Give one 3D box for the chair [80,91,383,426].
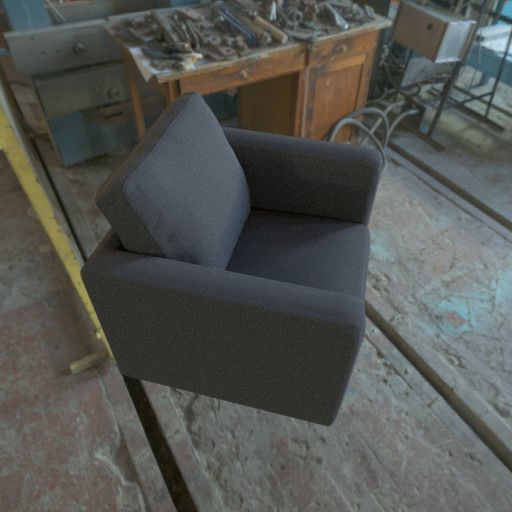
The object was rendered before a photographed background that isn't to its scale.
[{"bbox_3d":[0.000,0.000,1.582,0.800,0.927,0.854,10,47,10],"label":"chair"}]
